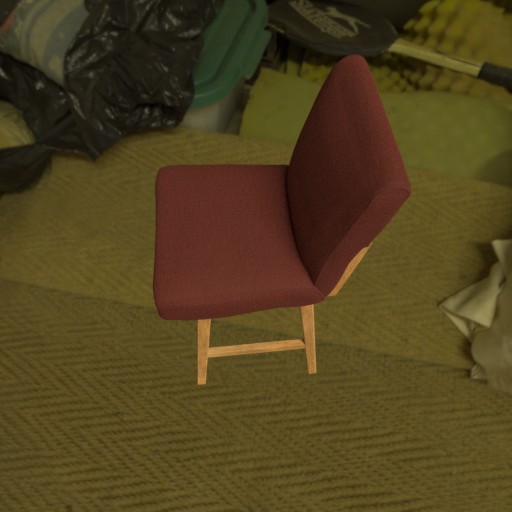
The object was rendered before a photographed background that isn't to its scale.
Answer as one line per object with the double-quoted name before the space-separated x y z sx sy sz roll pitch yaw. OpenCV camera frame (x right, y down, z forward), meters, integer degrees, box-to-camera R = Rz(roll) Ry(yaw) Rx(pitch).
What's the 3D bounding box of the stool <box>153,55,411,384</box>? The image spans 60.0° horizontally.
"stool" 0.000 0.000 1.367 0.562 1.093 0.468 -5 59 -3
